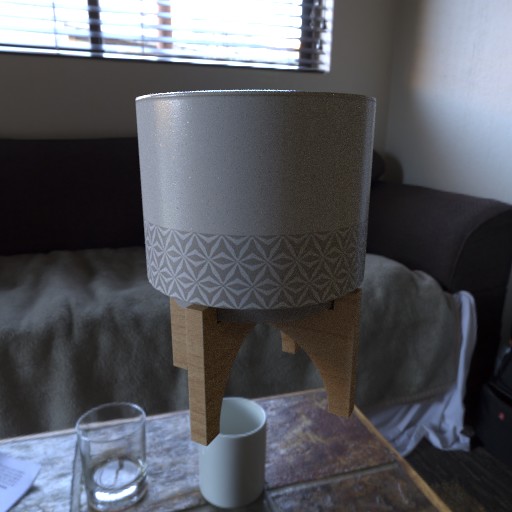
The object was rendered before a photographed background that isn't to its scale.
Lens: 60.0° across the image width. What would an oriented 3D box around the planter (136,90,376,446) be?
[{"bbox_3d":[0.000,0.000,0.518,0.249,0.343,0.249,0,16,0],"label":"planter"}]
